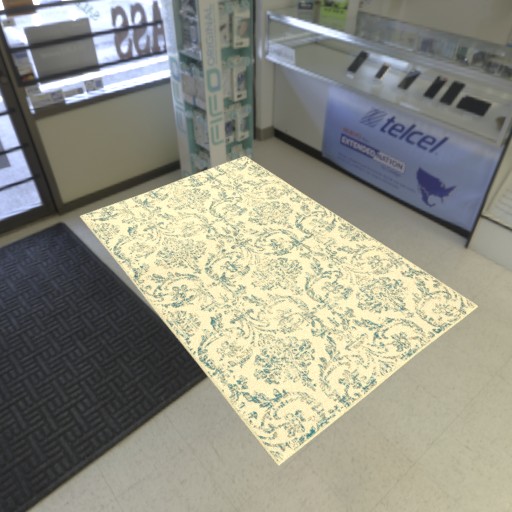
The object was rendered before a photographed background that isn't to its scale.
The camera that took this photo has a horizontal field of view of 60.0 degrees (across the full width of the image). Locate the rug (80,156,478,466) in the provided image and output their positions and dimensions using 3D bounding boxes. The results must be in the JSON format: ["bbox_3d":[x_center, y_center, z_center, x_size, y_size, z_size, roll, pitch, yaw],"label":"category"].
[{"bbox_3d":[0.000,0.000,3.506,1.819,0.018,2.746,-27,47,-27],"label":"rug"}]
